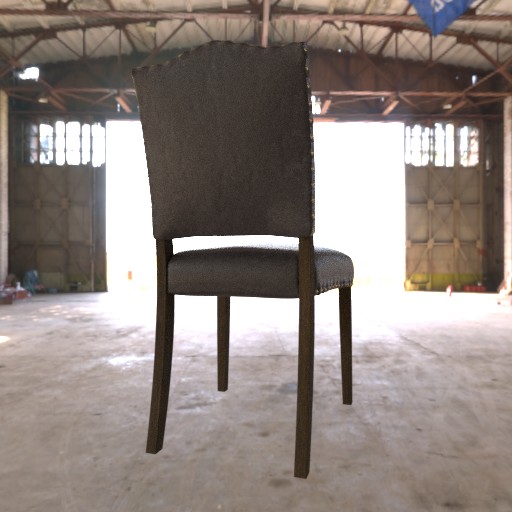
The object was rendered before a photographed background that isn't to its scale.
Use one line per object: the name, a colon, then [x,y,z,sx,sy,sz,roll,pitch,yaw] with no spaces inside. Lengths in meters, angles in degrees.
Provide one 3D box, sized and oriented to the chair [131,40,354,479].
chair: [0.000,0.000,1.294,0.500,0.991,0.633,0,0,19]
